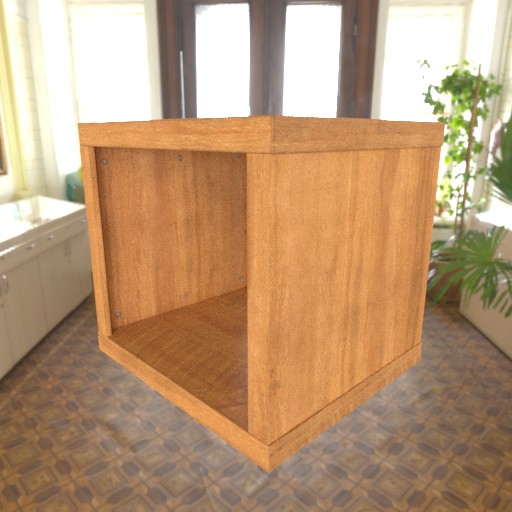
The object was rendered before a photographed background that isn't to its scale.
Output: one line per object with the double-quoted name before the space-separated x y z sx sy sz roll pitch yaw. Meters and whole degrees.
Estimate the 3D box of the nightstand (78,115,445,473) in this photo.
"nightstand" 0.000 0.000 0.850 0.436 0.491 0.493 -15 21 -42
